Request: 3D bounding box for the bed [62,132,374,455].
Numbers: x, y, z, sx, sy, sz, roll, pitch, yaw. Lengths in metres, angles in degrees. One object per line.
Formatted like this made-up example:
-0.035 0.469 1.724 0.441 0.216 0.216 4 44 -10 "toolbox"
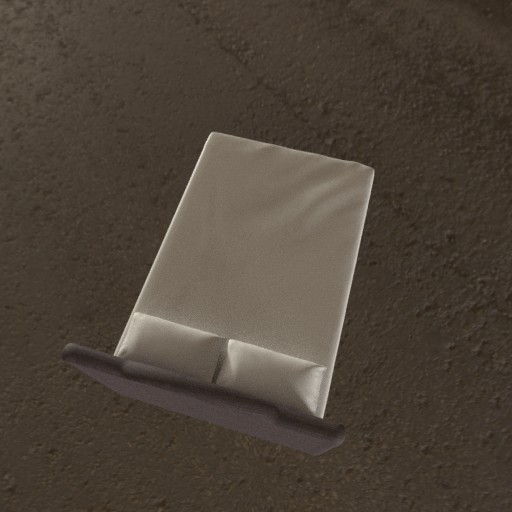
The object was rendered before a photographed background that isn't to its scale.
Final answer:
0.000 0.000 3.561 1.741 1.441 2.507 15 65 7 "bed"
